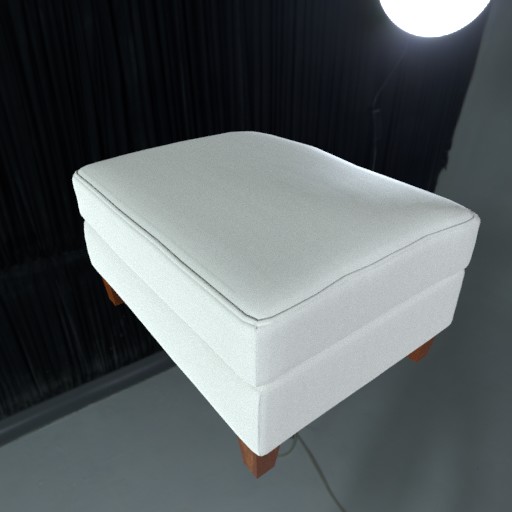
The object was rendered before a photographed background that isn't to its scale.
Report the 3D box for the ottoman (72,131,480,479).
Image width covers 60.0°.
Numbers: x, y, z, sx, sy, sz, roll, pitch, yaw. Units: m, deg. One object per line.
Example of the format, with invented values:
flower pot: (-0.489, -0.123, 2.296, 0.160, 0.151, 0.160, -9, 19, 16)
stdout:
ottoman: (0.000, 0.000, 1.143, 0.634, 0.479, 0.818, -22, 37, -32)
